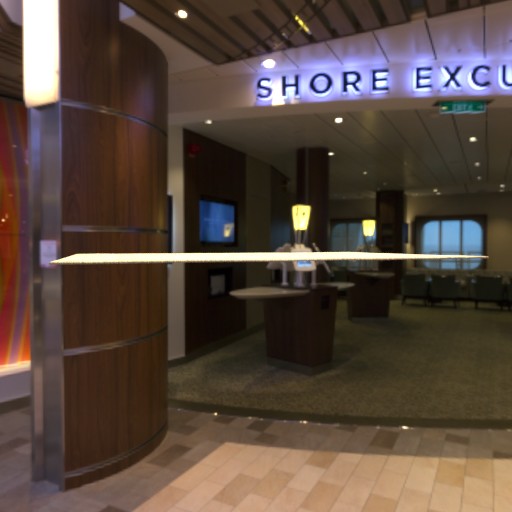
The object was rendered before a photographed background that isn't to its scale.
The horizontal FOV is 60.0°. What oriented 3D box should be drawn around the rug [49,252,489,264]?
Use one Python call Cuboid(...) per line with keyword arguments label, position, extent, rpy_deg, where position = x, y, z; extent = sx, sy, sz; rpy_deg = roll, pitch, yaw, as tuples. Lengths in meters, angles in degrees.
Cuboid(label="rug", position=(0.000, 0.000, 2.343), extent=(1.850, 0.015, 1.250), rpy_deg=(0, 2, -18))
